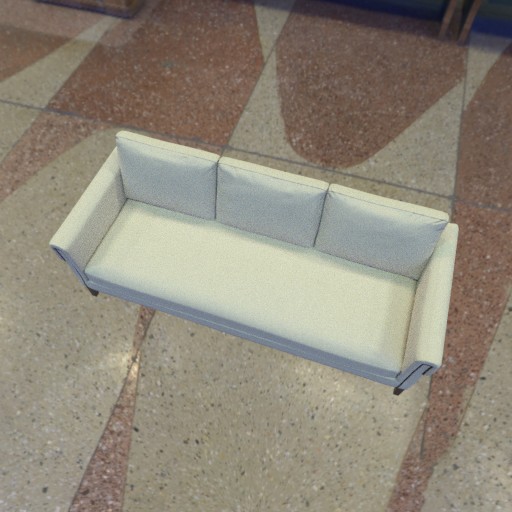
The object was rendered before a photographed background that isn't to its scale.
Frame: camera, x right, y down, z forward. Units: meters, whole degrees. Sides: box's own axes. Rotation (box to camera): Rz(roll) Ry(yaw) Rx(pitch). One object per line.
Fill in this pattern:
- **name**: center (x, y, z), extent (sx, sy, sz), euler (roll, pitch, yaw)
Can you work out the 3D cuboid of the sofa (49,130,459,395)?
- **sofa**: center (0.000, 0.000, 2.712), extent (2.198, 0.911, 0.902), euler (16, 60, 10)
